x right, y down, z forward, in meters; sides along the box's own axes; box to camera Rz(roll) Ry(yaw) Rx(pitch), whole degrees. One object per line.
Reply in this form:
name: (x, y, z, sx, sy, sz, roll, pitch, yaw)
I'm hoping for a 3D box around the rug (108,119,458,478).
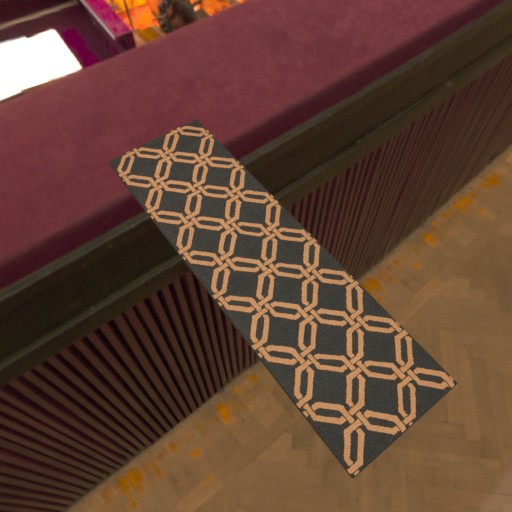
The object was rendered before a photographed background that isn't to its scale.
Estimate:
rug: (0.000, 0.000, 2.466, 0.678, 0.014, 2.276, -32, 63, -18)
